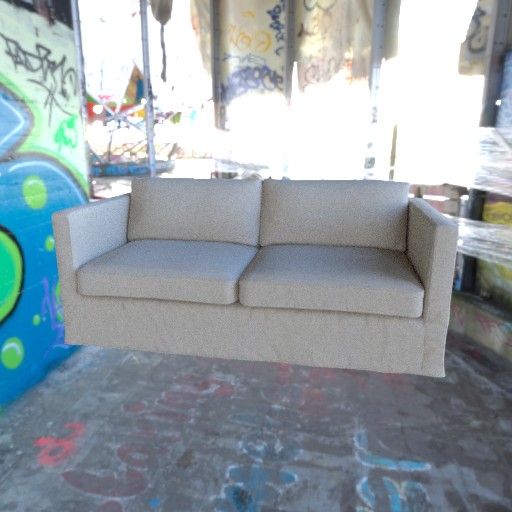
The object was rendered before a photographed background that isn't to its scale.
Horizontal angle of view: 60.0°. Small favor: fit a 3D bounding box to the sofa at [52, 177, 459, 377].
[{"bbox_3d":[0.000,0.000,2.537,1.959,0.835,0.962,3,15,10],"label":"sofa"}]
